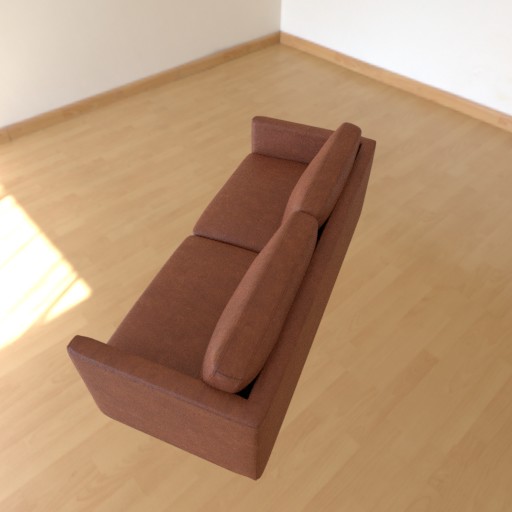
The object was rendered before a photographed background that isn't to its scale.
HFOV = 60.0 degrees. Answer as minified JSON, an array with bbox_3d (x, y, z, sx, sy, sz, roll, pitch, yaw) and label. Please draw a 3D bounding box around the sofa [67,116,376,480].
[{"bbox_3d":[0.000,0.000,2.705,0.950,0.932,2.204,17,49,15],"label":"sofa"}]
